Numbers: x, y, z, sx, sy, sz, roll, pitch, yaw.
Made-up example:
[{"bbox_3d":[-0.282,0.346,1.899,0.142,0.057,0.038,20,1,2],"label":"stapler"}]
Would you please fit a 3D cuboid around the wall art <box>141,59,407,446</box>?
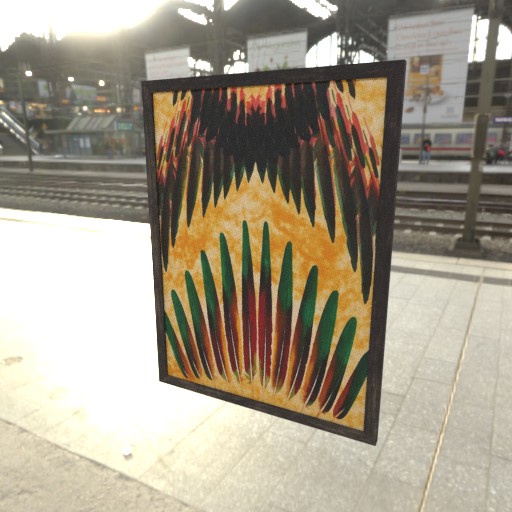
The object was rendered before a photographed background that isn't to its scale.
[{"bbox_3d":[0.000,0.000,1.379,0.812,1.066,0.029,7,16,26],"label":"wall art"}]
